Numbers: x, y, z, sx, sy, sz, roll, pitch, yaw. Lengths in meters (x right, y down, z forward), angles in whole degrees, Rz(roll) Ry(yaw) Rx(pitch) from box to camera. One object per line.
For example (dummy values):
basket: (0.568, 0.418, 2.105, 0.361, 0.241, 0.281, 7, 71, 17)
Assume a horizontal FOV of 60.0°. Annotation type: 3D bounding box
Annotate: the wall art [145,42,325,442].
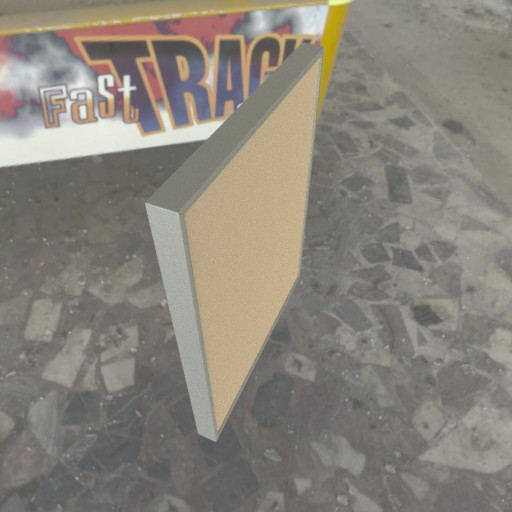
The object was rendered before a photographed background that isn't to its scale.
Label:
wall art: (0.000, 0.000, 0.766, 0.039, 0.553, 0.445, 18, 49, 17)
